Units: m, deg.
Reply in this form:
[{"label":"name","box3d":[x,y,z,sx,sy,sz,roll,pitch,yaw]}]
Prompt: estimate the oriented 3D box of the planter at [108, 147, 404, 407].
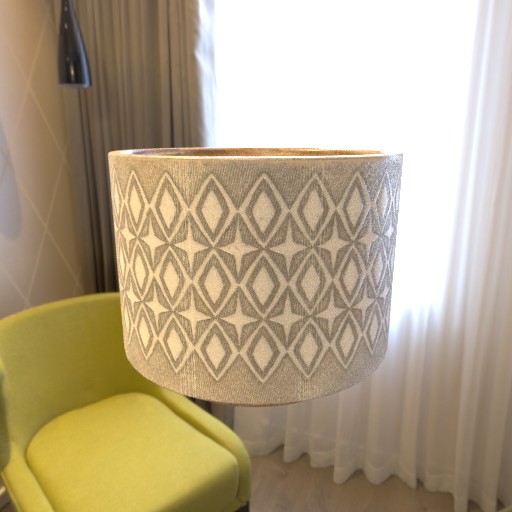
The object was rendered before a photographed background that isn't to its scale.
[{"label":"planter","box3d":[0.000,0.000,0.312,0.186,0.144,0.186,0,15,0]}]
